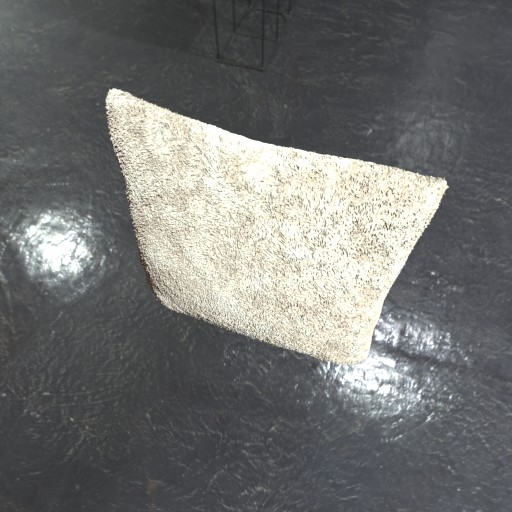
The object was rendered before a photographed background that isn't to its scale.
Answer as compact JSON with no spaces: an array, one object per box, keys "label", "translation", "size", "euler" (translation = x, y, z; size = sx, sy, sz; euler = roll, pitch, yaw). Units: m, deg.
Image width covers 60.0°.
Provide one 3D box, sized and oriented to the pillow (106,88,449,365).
[{"label":"pillow","translation":[0.000,0.000,0.814],"size":[0.529,0.515,0.218],"euler":[17,60,10]}]
